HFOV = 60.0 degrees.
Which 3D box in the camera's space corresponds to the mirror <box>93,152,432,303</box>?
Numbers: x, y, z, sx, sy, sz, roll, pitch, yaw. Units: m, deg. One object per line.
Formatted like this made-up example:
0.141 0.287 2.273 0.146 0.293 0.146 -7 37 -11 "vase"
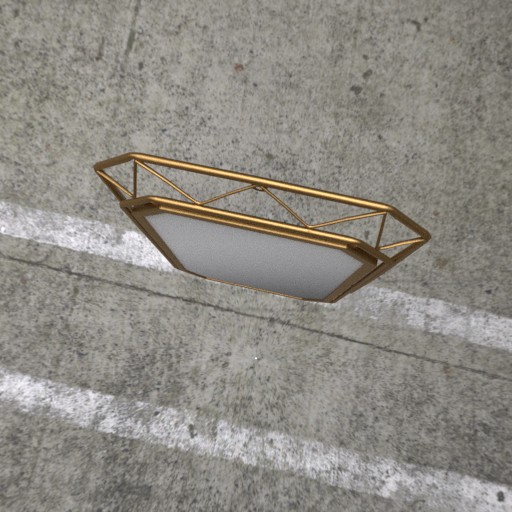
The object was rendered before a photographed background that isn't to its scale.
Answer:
0.000 0.000 0.731 0.417 0.566 0.042 12 77 3 "mirror"
